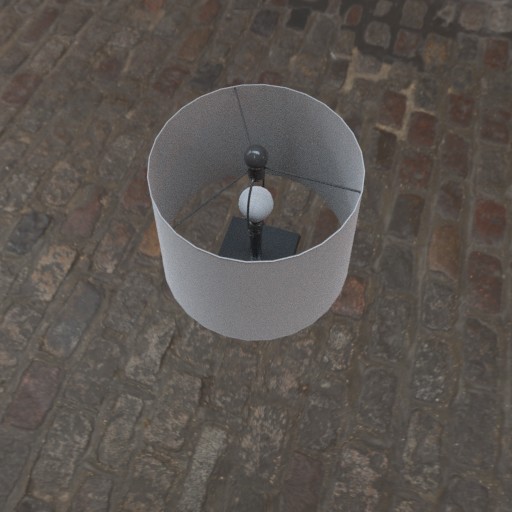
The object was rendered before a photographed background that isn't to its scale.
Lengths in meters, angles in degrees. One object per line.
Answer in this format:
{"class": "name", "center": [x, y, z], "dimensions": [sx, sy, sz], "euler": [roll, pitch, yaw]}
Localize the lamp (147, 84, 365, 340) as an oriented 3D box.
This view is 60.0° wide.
{"class": "lamp", "center": [0.000, 0.000, 0.788], "dimensions": [0.320, 0.591, 0.320], "euler": [0, 65, 0]}
